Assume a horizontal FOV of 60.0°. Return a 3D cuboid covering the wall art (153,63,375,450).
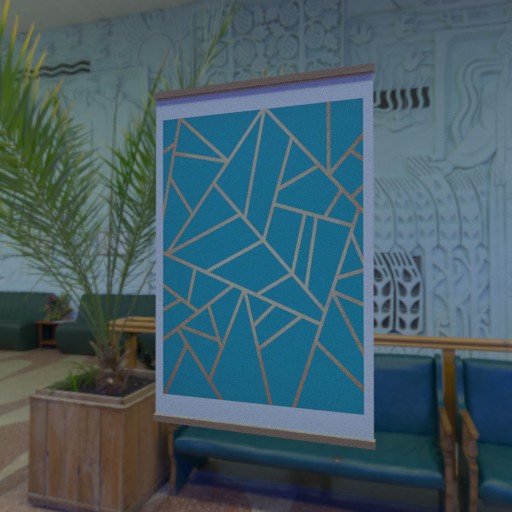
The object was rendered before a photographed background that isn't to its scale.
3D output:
[{"bbox_3d":[0.000,0.000,1.911,0.990,1.519,0.030,0,0,18],"label":"wall art"}]
